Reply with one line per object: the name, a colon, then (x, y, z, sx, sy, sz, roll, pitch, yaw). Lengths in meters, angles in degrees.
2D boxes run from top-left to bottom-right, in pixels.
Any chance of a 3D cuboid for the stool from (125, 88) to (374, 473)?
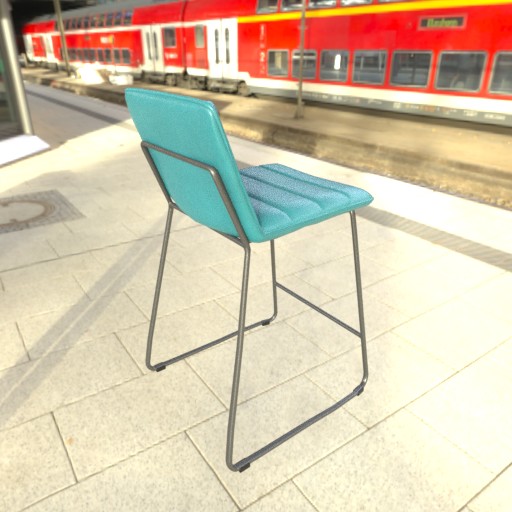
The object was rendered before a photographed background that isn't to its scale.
stool: (0.000, 0.000, 1.205, 0.524, 0.866, 0.489, -18, 31, -33)
